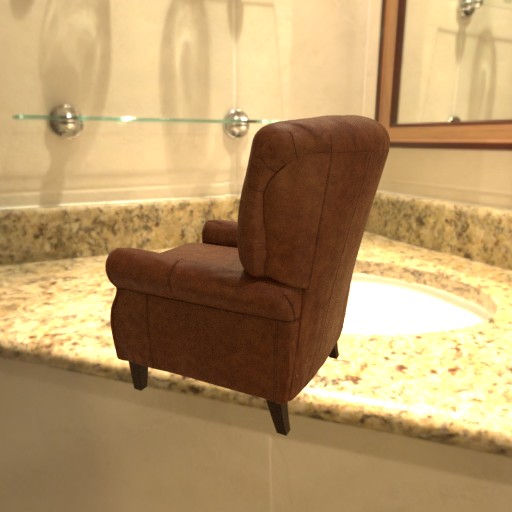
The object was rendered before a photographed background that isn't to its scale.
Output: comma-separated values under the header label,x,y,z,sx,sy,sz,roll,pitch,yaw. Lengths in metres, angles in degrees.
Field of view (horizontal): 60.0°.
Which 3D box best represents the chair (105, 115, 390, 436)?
label,x,y,z,sx,sy,sz,roll,pitch,yaw
chair,0.000,0.000,1.946,1.059,1.164,0.951,7,17,25
